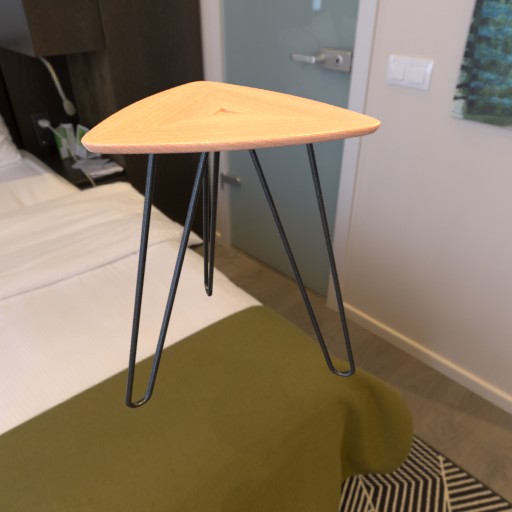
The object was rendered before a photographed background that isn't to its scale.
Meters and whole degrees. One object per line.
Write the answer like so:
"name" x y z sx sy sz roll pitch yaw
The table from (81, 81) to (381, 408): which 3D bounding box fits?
"table" 0.000 0.000 0.887 0.455 0.564 0.442 9 34 14
